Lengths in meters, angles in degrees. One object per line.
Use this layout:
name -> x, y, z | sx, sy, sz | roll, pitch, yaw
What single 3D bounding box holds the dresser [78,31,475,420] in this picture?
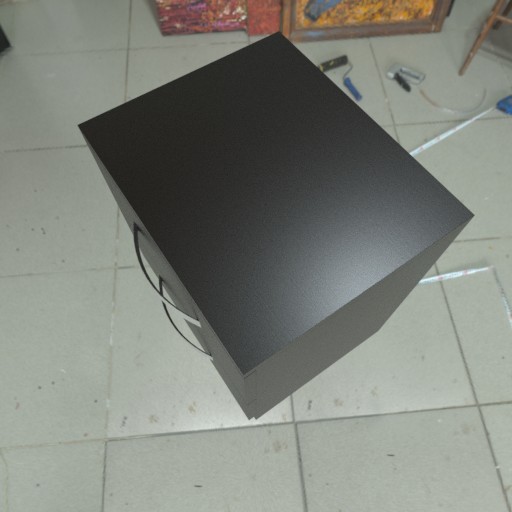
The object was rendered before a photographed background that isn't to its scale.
dresser -> 0.000, 0.000, 0.768 | 0.360, 0.470, 0.400 | -32, 68, -15
